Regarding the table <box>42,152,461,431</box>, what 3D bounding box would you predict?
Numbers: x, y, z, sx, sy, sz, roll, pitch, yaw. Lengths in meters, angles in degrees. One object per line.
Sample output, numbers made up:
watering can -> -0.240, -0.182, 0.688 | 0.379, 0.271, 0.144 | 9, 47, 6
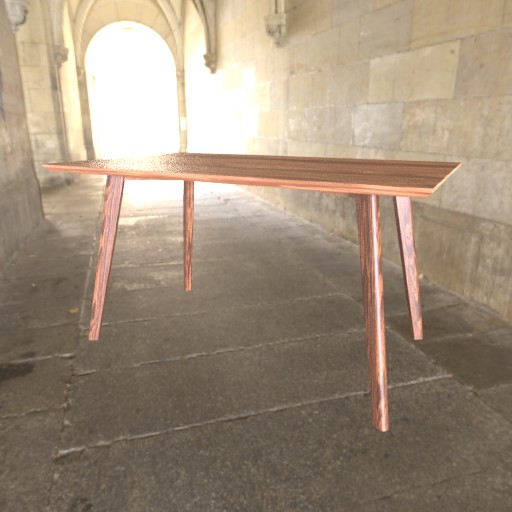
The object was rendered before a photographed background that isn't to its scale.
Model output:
table -> 0.000, 0.000, 1.762 | 1.349, 0.724, 0.801 | 9, 19, 27
